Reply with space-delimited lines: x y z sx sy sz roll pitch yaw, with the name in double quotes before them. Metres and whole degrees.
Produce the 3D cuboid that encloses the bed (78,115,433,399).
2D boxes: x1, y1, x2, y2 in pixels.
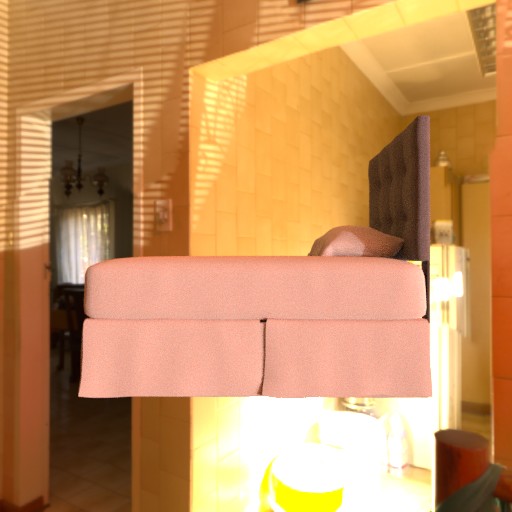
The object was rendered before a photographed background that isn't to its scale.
"bed" 0.000 0.000 3.037 1.997 1.571 1.261 0 0 1
